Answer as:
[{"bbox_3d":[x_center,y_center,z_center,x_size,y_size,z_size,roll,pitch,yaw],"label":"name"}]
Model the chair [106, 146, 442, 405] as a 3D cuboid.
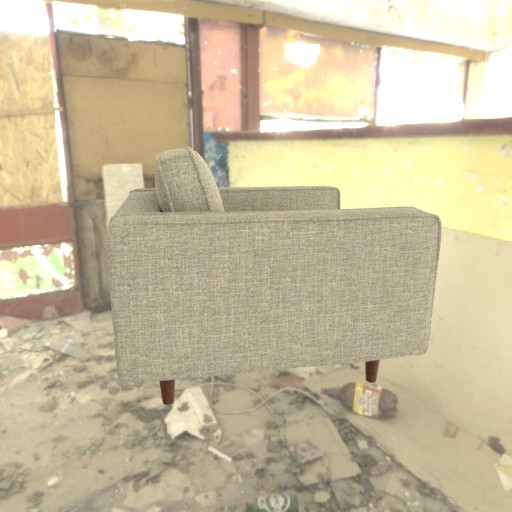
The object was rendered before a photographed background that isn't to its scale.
[{"bbox_3d":[0.000,0.000,1.596,0.914,0.765,0.889,-3,14,-11],"label":"chair"}]
